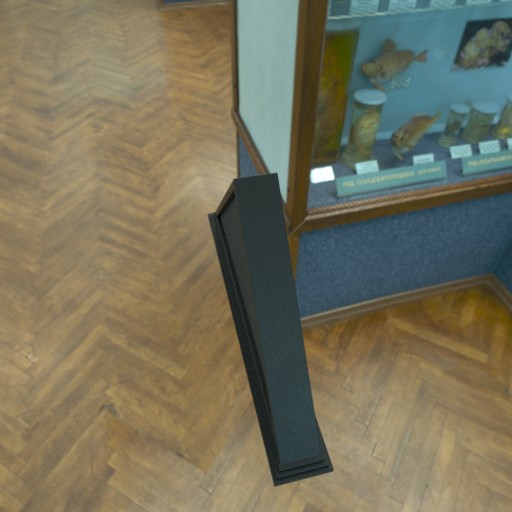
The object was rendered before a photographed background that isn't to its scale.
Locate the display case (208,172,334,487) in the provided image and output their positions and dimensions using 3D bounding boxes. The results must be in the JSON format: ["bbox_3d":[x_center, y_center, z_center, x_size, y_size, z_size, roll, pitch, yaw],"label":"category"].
[{"bbox_3d":[0.000,0.000,0.772,0.095,0.340,0.640,-10,47,-9],"label":"display case"}]
